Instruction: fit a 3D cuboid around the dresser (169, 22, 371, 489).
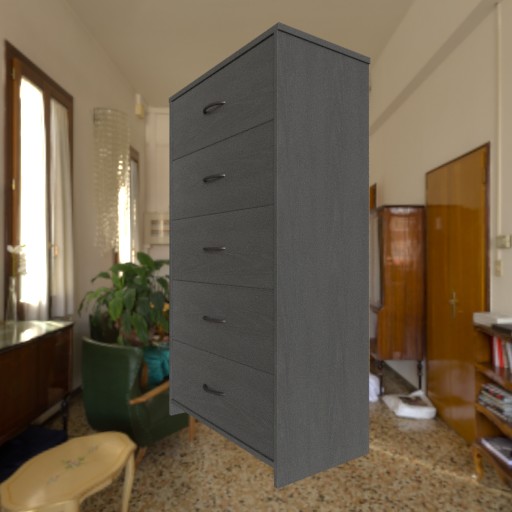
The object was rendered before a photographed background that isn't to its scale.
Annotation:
[{"bbox_3d":[0.000,0.000,1.577,0.399,1.255,0.704,0,0,-35],"label":"dresser"}]
